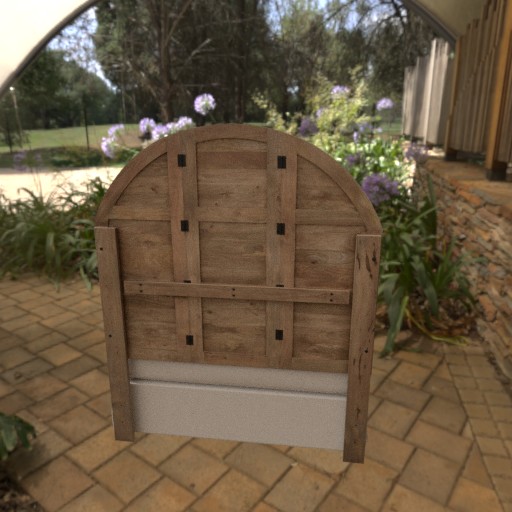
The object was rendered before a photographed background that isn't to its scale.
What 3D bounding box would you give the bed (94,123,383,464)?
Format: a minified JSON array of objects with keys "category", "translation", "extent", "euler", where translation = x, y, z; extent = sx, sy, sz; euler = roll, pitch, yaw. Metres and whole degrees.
[{"category":"bed","translation":[0.000,0.000,3.557],"extent":[1.713,2.002,2.112],"euler":[2,16,7]}]
